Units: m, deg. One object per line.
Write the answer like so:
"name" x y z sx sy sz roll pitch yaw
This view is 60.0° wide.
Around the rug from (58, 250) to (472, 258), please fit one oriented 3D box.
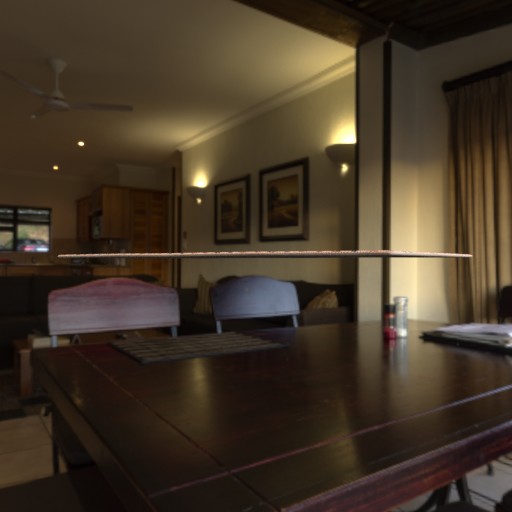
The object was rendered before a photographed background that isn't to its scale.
"rug" 0.000 0.000 3.077 2.464 0.023 1.521 0 -1 37
